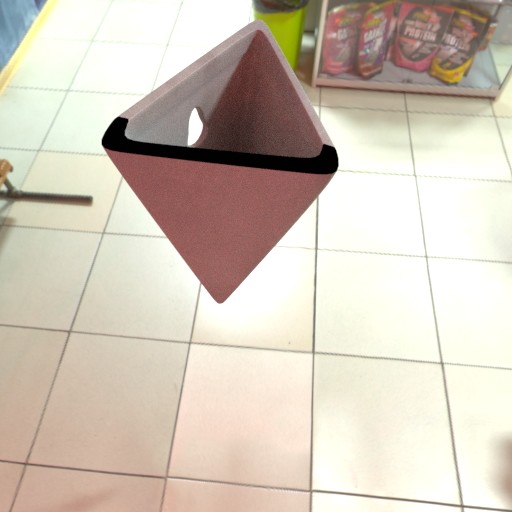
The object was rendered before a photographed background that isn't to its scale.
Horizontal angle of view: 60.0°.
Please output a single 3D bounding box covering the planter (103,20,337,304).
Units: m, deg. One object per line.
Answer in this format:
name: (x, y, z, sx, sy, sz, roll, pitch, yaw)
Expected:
planter: (0.000, 0.000, 0.157, 0.047, 0.130, 0.058, 33, 63, 19)
